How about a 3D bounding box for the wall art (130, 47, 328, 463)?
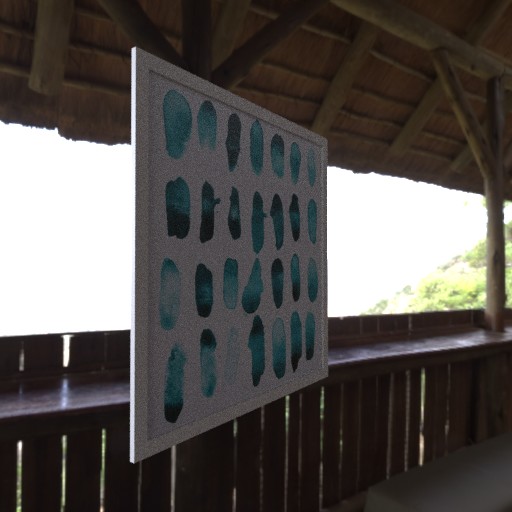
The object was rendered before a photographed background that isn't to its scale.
[{"bbox_3d":[0.000,0.000,0.821,0.009,0.559,0.558,-1,-1,36],"label":"wall art"}]
